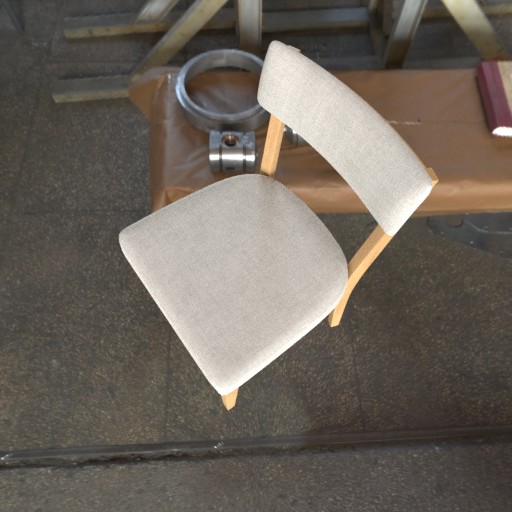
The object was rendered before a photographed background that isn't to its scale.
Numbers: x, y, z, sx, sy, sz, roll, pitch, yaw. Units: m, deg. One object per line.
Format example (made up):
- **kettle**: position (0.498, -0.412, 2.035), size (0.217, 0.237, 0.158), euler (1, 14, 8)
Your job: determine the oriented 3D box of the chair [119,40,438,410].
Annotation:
- **chair**: position (0.000, 0.000, 1.195), size (0.572, 0.832, 0.508), euler (-33, 68, -15)
